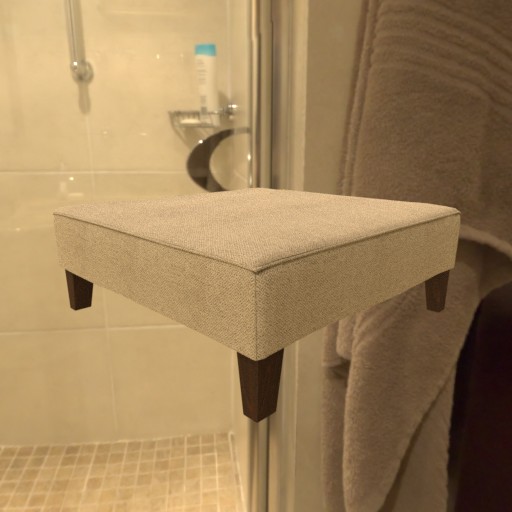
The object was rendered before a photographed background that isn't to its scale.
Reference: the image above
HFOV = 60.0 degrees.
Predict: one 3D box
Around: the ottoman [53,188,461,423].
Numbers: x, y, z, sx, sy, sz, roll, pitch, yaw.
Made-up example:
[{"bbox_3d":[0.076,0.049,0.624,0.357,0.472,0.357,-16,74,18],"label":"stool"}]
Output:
[{"bbox_3d":[0.000,0.000,1.505,0.973,0.381,0.982,-14,20,-43],"label":"ottoman"}]
